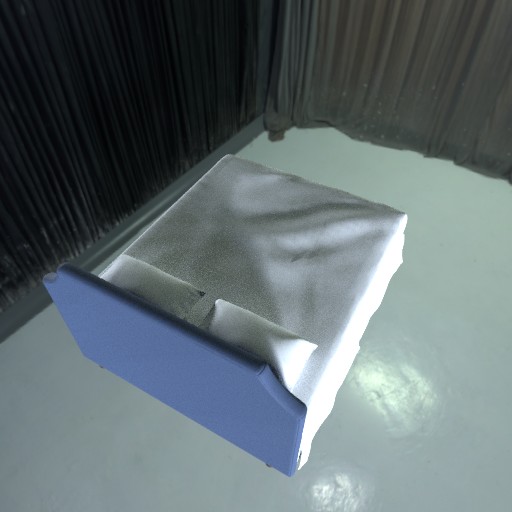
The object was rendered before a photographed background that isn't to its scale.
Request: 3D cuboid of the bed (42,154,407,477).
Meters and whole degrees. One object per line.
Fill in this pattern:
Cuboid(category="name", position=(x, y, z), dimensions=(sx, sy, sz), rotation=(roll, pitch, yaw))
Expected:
Cuboid(category="bed", position=(0.000, 0.000, 4.148), dimensions=(2.350, 1.488, 2.773), rotation=(23, 51, 19))
